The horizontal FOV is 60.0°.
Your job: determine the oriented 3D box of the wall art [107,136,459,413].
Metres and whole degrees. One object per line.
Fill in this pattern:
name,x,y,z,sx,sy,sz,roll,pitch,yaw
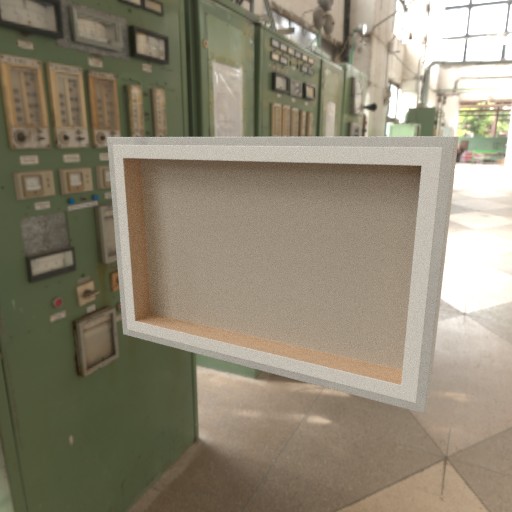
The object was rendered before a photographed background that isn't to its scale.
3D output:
wall art,0.000,0.000,0.490,0.381,0.254,0.038,8,17,27
